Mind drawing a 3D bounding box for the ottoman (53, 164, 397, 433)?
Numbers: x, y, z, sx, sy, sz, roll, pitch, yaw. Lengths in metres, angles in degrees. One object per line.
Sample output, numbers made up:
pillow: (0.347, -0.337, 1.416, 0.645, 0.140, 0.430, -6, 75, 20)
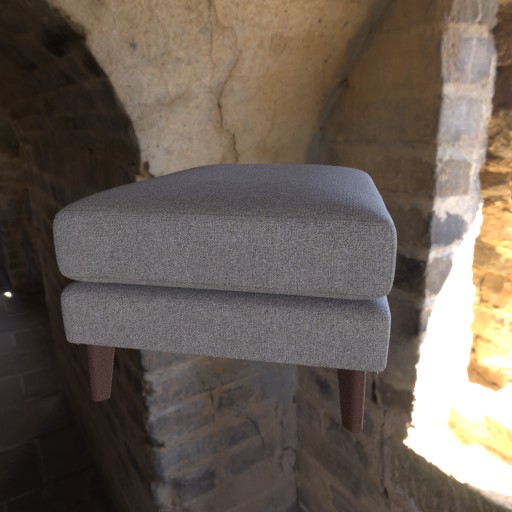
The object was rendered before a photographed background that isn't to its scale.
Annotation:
ottoman: (0.000, 0.000, 1.164, 0.611, 0.441, 0.821, 3, 17, 10)
